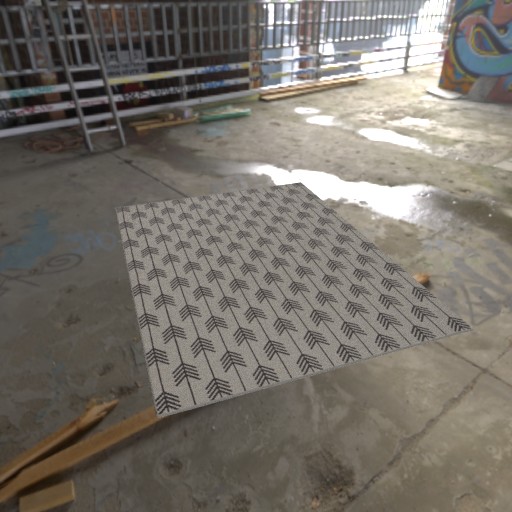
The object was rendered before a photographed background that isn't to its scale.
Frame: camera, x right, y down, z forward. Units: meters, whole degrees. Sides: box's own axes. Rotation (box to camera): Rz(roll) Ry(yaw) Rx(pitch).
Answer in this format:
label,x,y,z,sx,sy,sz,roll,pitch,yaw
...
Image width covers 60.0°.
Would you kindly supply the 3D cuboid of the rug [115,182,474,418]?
label,x,y,z,sx,sy,sz,roll,pitch,yaw
rug,0.000,0.000,4.164,2.330,0.010,3.061,-11,33,-17
